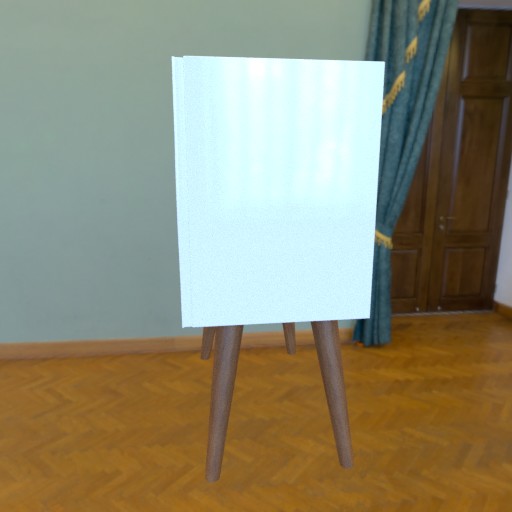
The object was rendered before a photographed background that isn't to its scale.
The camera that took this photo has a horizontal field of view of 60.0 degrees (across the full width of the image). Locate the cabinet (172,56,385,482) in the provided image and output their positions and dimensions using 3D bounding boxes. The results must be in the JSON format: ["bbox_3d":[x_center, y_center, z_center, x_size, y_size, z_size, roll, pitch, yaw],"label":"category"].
[{"bbox_3d":[0.000,0.000,1.069,0.344,0.772,0.591,-2,13,-8],"label":"cabinet"}]
